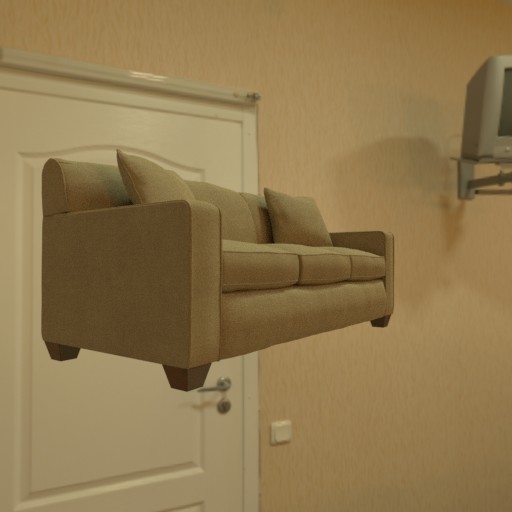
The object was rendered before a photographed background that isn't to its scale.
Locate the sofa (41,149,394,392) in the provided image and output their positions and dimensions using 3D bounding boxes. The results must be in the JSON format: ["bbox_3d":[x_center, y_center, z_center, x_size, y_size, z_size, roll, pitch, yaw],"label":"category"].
[{"bbox_3d":[0.000,0.000,2.550,0.997,0.958,2.024,-1,-1,36],"label":"sofa"}]
